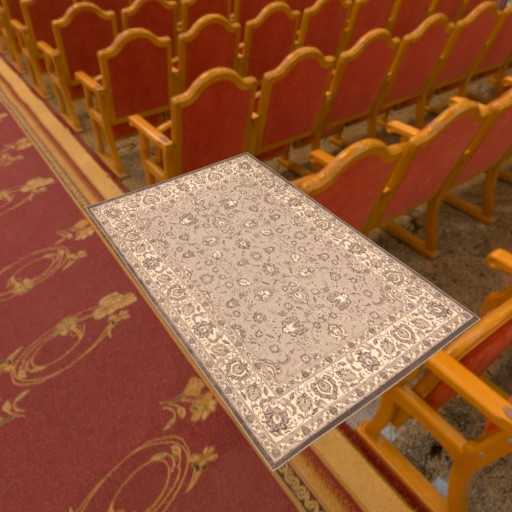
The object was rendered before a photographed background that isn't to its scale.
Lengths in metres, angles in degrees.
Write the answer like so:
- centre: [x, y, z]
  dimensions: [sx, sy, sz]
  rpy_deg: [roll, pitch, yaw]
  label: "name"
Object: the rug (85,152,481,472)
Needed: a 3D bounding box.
- centre: [0.000, 0.000, 3.007]
  dimensions: [1.524, 0.011, 2.438]
  rpy_deg: [-25, 47, -25]
  label: "rug"
